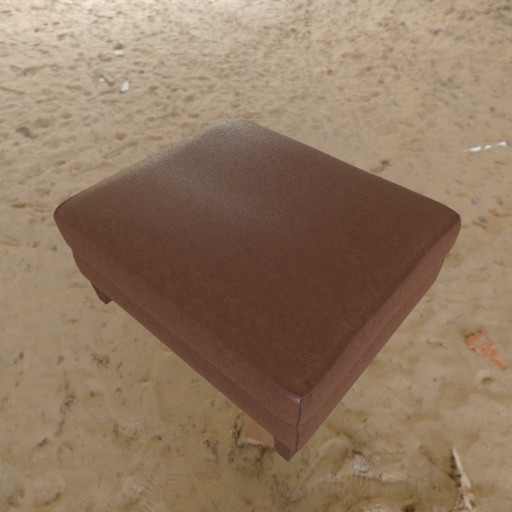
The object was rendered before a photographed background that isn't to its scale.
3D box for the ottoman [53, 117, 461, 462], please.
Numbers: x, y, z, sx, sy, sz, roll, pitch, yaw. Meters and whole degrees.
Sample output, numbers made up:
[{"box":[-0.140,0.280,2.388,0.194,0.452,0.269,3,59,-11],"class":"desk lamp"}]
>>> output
[{"box":[0.000,0.000,1.475,0.987,0.472,0.836,32,53,28],"class":"ottoman"}]
